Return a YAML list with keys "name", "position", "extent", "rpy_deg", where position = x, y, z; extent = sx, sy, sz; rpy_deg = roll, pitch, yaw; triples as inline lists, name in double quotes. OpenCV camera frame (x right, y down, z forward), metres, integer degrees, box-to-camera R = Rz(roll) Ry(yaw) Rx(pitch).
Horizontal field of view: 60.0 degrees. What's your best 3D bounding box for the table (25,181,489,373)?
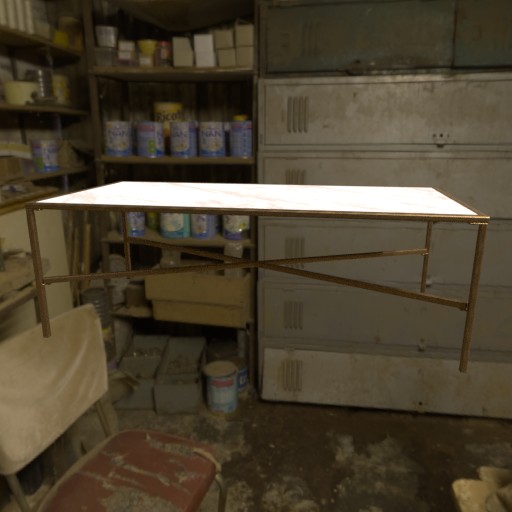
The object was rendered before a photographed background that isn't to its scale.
- name: "table"
  position: [0.000, 0.000, 1.450]
  extent: [1.197, 0.405, 0.577]
  rpy_deg: [3, 16, 9]
